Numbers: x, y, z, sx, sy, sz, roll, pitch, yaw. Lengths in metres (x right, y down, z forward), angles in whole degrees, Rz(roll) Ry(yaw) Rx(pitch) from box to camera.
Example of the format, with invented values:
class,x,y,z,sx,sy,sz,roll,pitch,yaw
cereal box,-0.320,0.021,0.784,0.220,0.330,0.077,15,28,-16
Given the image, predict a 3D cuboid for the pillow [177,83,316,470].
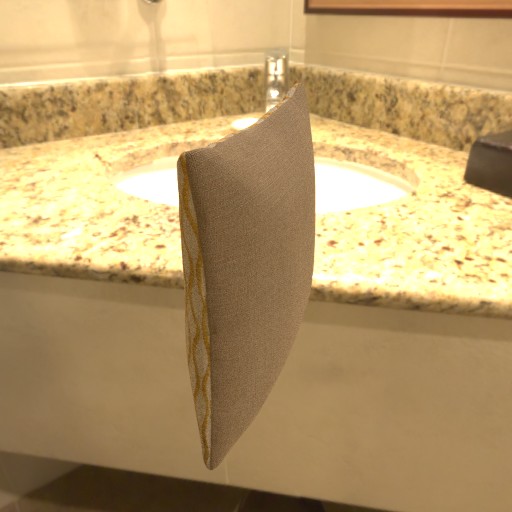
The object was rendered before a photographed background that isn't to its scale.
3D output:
class,x,y,z,sx,sy,sz,roll,pitch,yaw
pillow,0.000,0.000,0.664,0.159,0.436,0.429,9,31,15
